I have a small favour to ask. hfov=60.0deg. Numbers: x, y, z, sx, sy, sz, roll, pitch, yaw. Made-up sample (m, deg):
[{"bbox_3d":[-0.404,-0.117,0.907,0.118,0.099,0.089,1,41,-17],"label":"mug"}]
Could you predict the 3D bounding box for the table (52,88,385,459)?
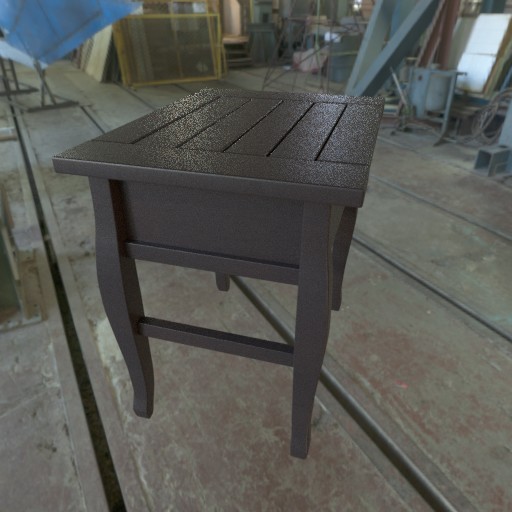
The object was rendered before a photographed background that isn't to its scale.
[{"bbox_3d":[0.000,0.000,1.006,0.460,0.605,0.602,9,31,14],"label":"table"}]
